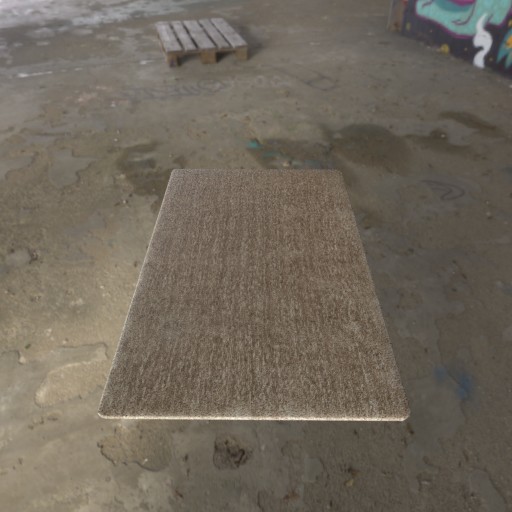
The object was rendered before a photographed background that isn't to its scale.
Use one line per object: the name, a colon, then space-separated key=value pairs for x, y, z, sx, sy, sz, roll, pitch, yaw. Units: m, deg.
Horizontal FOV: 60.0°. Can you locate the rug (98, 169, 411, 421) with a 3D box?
rug: x=0.000 y=0.000 z=3.094 sx=1.539 sy=0.024 sz=2.469 roll=0 pitch=40 yaw=0
